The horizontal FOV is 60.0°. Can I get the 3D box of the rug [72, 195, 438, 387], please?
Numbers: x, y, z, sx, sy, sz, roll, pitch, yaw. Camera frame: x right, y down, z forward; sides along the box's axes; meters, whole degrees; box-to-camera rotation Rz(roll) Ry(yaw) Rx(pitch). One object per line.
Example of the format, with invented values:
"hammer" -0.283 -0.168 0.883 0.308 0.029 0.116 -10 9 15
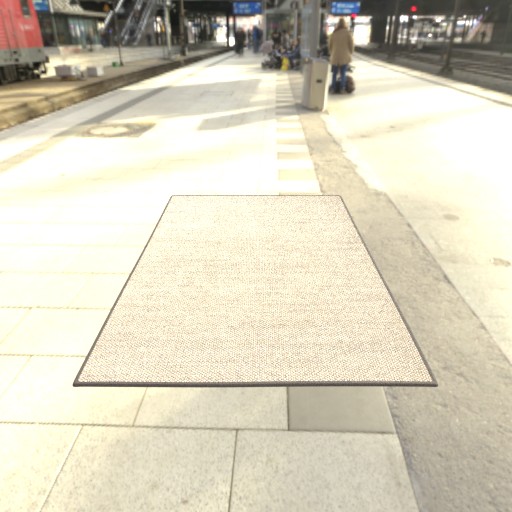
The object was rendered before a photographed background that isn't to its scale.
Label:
"rug" 0.000 0.000 2.026 1.067 0.013 1.676 0 27 0
